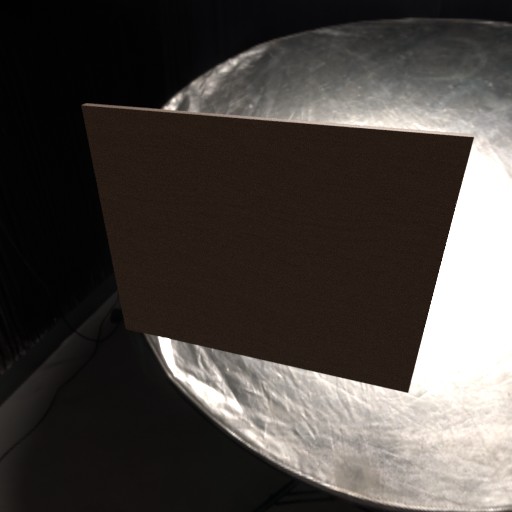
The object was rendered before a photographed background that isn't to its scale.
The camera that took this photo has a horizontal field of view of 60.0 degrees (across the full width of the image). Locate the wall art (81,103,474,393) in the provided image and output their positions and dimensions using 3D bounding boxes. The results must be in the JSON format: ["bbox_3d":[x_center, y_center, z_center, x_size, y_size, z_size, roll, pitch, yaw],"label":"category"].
[{"bbox_3d":[0.000,0.000,0.664,0.508,0.406,0.013,9,33,15],"label":"wall art"}]
